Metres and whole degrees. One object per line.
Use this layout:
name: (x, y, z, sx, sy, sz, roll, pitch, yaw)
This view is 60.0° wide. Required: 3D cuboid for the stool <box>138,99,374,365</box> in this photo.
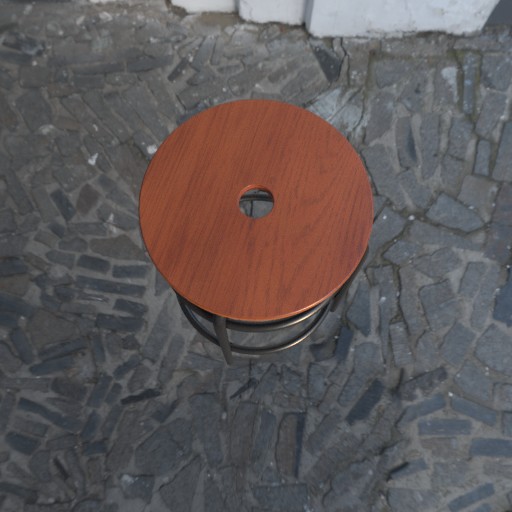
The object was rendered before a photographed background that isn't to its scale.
stool: (0.000, 0.000, 0.925, 0.455, 0.610, 0.455, 18, 76, 5)
